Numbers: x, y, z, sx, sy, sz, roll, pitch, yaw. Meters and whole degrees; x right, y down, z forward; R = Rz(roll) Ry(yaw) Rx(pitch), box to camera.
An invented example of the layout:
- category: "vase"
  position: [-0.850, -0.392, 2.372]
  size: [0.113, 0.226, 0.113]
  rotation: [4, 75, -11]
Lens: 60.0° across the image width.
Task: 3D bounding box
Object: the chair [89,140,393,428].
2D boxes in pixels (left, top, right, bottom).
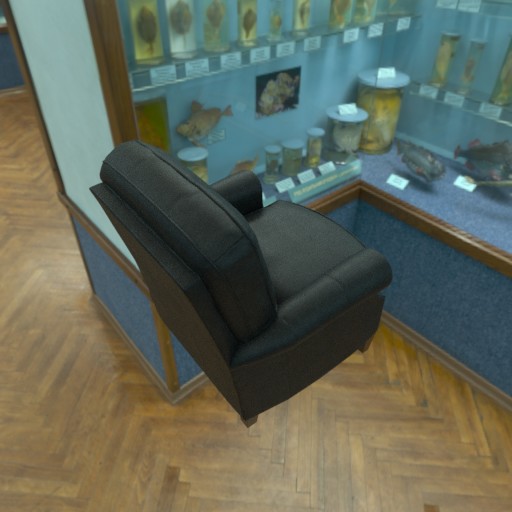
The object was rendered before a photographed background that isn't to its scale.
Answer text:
- category: "chair"
  position: [0.000, 0.000, 1.806]
  size: [0.986, 1.018, 0.936]
  rotation: [-26, 45, -28]
